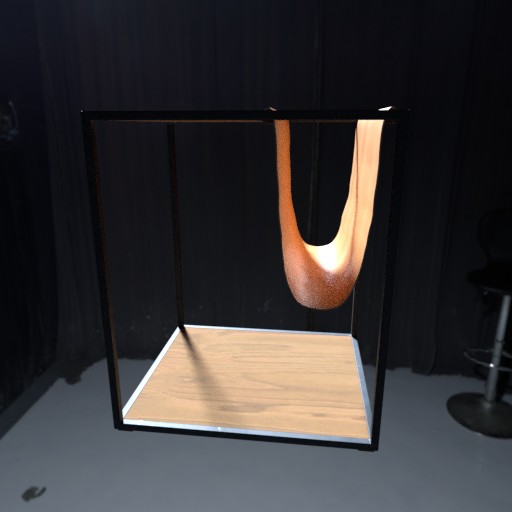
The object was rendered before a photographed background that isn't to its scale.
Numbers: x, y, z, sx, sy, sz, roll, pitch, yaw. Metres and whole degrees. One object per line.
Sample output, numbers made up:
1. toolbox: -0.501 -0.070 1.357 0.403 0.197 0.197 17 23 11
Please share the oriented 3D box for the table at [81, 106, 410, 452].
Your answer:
1. table: 0.000 0.000 0.862 0.450 0.536 0.399 2 17 7
